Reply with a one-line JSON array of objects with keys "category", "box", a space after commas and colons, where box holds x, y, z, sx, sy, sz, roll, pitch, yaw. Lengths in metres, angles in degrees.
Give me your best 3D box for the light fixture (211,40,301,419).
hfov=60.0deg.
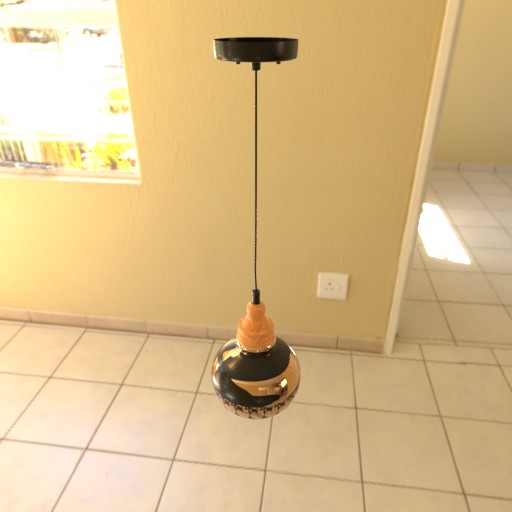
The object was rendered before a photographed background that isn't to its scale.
[{"category": "light fixture", "box": [0.000, 0.000, 1.827, 0.430, 1.606, 0.430, -1, 29, -2]}]
